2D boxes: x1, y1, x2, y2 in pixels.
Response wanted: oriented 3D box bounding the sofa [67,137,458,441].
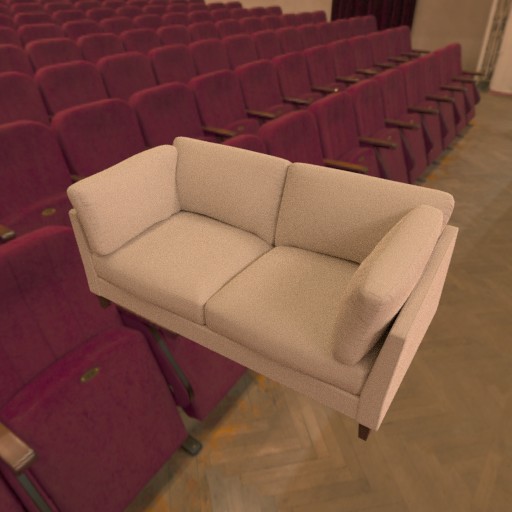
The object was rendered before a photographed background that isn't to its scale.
[{"bbox_3d":[0.000,0.000,2.312,1.776,0.836,0.970,19,36,28],"label":"sofa"}]
